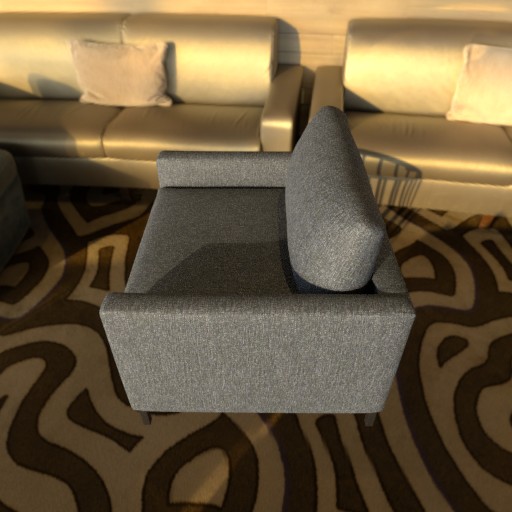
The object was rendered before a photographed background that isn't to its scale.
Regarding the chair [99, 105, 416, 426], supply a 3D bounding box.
[{"bbox_3d":[0.000,0.000,1.645,0.866,0.861,0.963,0,40,0],"label":"chair"}]
